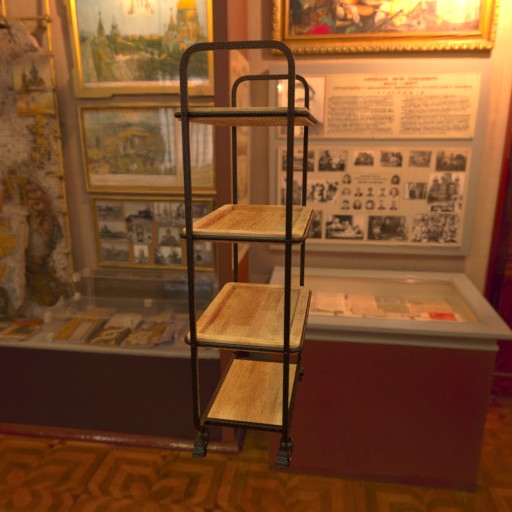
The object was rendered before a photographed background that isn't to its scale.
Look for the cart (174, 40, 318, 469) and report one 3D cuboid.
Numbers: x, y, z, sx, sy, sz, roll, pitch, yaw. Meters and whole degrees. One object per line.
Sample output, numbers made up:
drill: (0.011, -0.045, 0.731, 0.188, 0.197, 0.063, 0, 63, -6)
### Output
cart: (0.000, 0.000, 1.326, 0.321, 1.080, 0.545, 3, 15, 10)
